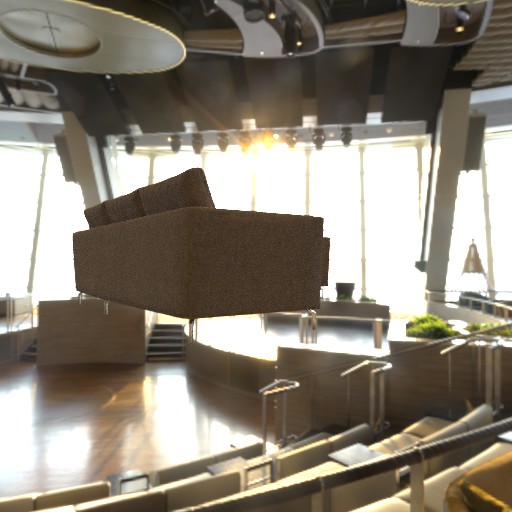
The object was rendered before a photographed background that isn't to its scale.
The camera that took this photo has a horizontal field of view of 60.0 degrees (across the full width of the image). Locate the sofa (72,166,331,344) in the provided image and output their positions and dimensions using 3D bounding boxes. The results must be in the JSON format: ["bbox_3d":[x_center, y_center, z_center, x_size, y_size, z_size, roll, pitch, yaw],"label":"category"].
[{"bbox_3d":[0.000,0.000,3.691,2.438,0.864,2.438,0,-1,-35],"label":"sofa"}]
